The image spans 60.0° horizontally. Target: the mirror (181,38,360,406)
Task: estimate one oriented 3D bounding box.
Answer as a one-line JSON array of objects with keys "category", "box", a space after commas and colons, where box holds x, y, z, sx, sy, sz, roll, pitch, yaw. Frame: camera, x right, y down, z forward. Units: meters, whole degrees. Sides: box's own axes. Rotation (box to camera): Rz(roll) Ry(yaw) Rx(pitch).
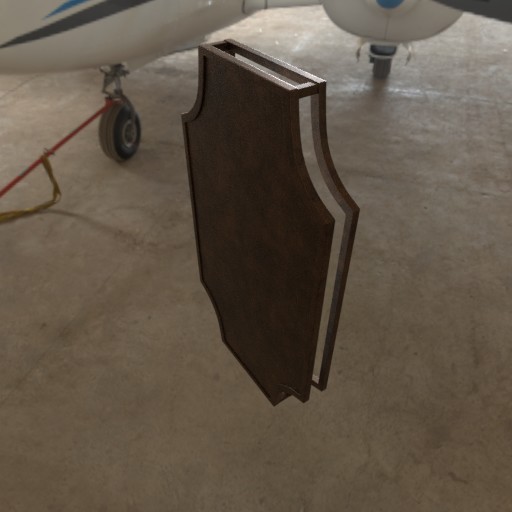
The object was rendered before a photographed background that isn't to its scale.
[{"category": "mirror", "box": [0.000, 0.000, 0.961, 0.066, 0.811, 0.462, -24, 47, -25]}]
